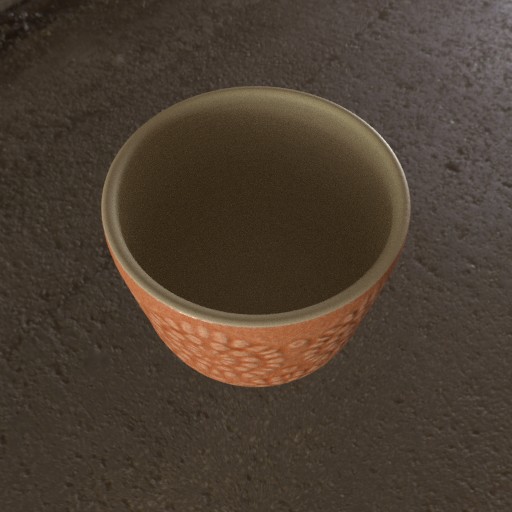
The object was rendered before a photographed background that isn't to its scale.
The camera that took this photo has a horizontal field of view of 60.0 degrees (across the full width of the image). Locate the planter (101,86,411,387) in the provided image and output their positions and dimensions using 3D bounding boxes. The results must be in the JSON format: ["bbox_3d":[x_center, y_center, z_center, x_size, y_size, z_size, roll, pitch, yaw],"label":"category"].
[{"bbox_3d":[0.000,0.000,0.223,0.124,0.109,0.124,0,58,0],"label":"planter"}]
